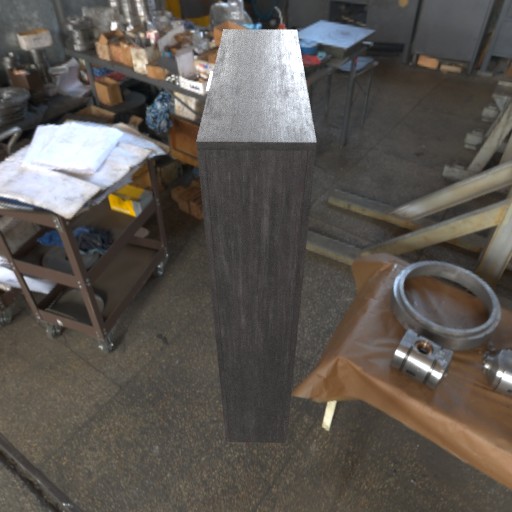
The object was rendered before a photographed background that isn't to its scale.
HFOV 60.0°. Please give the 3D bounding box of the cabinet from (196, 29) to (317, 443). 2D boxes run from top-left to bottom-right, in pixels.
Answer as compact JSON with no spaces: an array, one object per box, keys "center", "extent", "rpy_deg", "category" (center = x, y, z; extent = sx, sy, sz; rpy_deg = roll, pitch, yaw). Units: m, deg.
[{"center":[0.000,0.000,1.573],"extent":[0.250,1.280,0.750],"rpy_deg":[1,42,1],"category":"cabinet"}]
